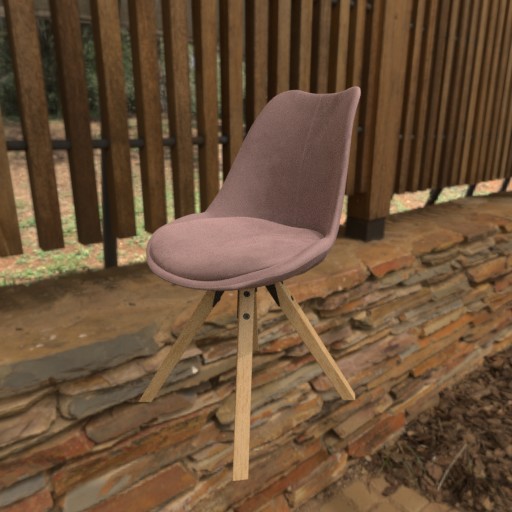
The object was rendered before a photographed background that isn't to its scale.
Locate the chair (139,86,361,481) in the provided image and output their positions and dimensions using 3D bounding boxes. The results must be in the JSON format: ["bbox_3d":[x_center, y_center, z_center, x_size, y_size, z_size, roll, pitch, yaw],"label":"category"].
[{"bbox_3d":[0.000,0.000,1.168,0.550,0.850,0.485,-16,23,-42],"label":"chair"}]
